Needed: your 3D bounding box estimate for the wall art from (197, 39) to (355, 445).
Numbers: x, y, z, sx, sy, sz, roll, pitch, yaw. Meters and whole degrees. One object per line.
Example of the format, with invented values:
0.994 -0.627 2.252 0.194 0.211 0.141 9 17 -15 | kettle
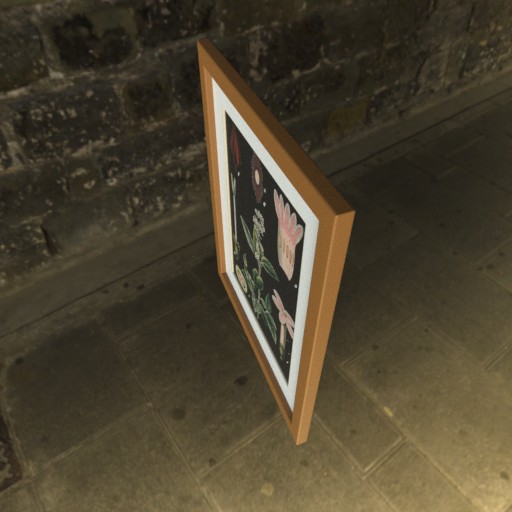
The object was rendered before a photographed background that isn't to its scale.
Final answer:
0.000 0.000 0.751 0.021 0.550 0.449 -16 48 -15 | wall art
